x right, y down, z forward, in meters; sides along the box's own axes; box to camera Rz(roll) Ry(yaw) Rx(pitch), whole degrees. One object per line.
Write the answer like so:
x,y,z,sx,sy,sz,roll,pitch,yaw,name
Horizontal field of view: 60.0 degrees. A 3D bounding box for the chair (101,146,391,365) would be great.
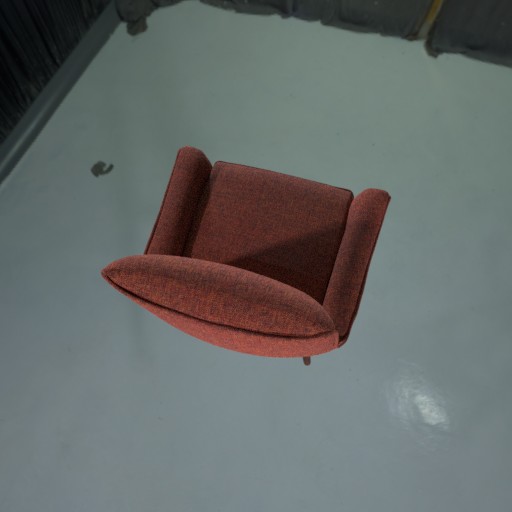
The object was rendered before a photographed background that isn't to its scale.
0.000,0.000,1.489,0.803,0.911,0.784,14,64,7,chair
